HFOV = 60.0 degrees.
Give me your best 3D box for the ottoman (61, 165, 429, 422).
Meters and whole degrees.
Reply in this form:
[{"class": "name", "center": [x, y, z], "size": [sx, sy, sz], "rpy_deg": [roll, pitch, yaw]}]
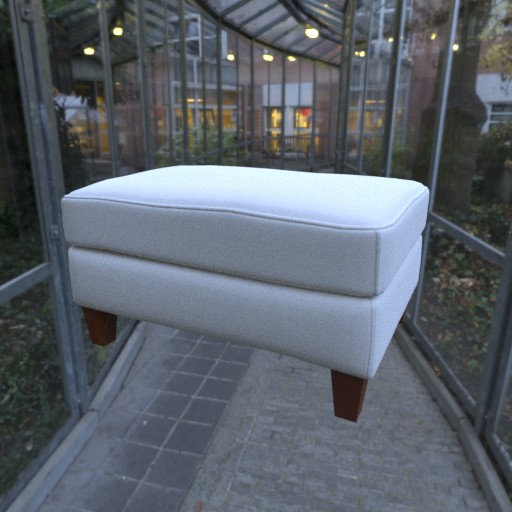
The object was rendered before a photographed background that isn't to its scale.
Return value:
[{"class": "ottoman", "center": [0.000, 0.000, 1.237], "size": [0.818, 0.479, 0.634], "rpy_deg": [9, 19, 26]}]
